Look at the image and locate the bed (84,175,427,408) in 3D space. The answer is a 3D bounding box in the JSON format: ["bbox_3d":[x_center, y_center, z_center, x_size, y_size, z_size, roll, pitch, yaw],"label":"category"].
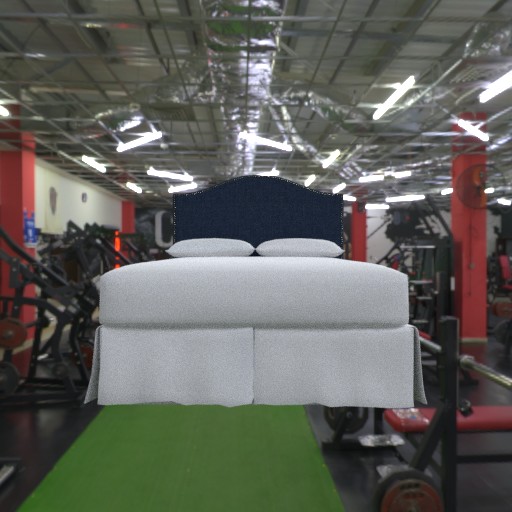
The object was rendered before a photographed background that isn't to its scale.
[{"bbox_3d":[0.000,0.000,3.244,1.725,1.518,2.153,0,1,0],"label":"bed"}]
